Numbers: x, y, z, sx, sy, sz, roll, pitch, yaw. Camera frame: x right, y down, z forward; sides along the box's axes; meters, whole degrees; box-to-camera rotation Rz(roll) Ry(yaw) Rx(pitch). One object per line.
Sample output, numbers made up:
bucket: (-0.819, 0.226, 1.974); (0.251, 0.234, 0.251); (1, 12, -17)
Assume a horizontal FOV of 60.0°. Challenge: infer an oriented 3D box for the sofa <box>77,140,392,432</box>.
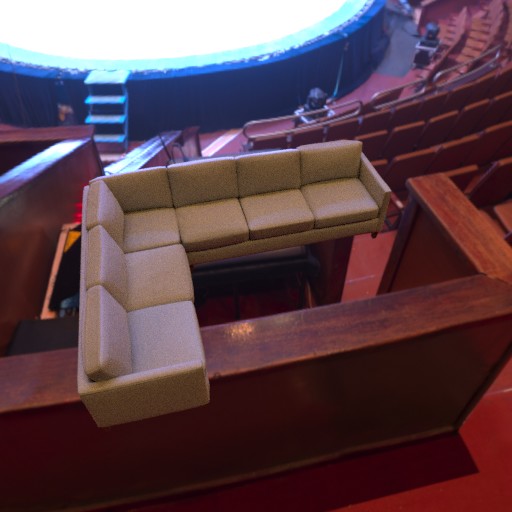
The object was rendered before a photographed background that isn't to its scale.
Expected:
sofa: (0.000, 0.000, 4.471); (3.301, 0.947, 2.592); (-10, 47, -10)
